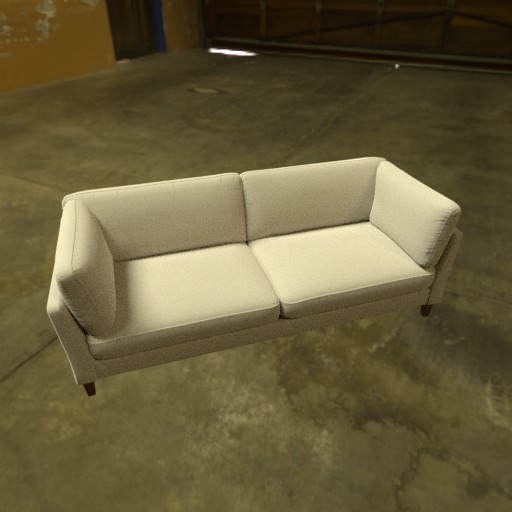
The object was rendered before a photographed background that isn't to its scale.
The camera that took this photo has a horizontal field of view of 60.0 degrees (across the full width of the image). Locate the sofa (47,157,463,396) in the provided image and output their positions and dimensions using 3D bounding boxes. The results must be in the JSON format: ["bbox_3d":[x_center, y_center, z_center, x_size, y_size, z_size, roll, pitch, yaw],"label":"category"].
[{"bbox_3d":[0.000,0.000,2.778,2.301,0.863,0.957,-10,33,-15],"label":"sofa"}]
